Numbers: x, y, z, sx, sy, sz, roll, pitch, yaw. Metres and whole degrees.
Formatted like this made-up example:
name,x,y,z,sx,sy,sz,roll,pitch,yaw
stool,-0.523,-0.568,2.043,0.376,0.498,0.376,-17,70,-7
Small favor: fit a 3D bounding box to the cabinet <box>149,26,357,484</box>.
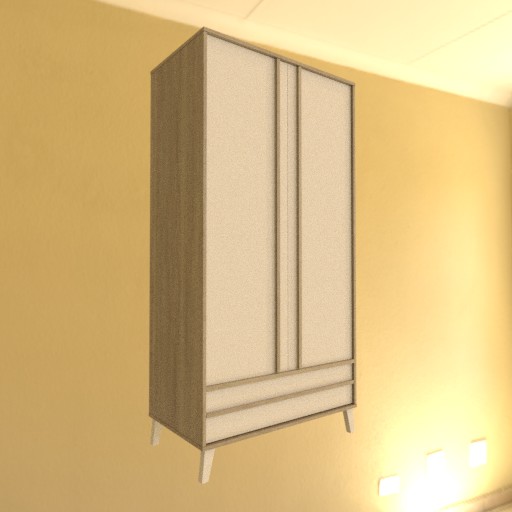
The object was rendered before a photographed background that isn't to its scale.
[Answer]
name,x,y,z,sx,sy,sz,roll,pitch,yaw
cabinet,0.000,0.000,2.459,1.006,1.999,0.571,1,-2,-37
